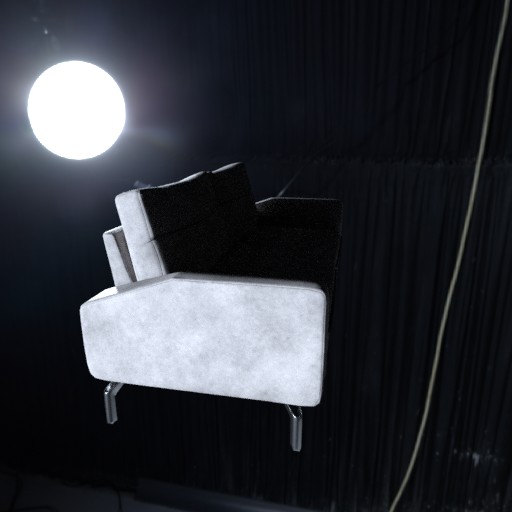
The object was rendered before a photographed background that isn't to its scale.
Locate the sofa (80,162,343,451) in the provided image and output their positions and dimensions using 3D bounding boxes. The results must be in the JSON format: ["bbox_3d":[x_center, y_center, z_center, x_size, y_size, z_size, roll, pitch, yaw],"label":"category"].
[{"bbox_3d":[0.000,0.000,2.295,0.849,0.859,1.837,3,16,12],"label":"sofa"}]
